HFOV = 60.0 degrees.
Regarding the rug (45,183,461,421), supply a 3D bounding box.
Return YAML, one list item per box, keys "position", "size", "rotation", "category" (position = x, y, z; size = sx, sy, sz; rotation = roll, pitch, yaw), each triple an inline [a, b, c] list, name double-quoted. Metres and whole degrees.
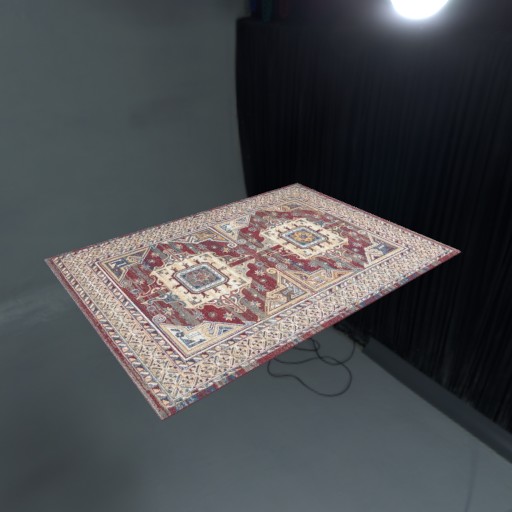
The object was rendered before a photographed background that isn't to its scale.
- position: [0.000, 0.000, 2.902]
  size: [2.210, 0.011, 1.599]
  rotation: [-21, 36, -32]
  category: "rug"
